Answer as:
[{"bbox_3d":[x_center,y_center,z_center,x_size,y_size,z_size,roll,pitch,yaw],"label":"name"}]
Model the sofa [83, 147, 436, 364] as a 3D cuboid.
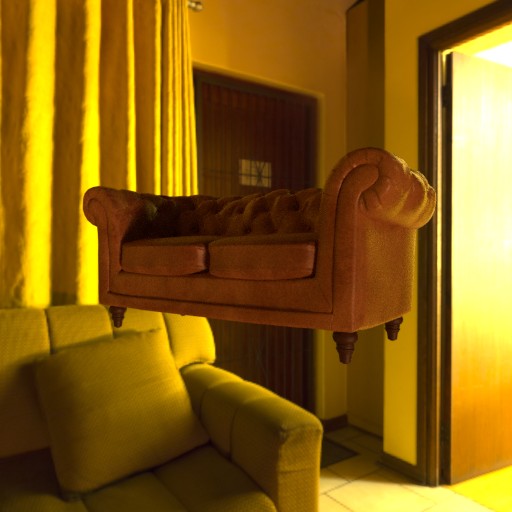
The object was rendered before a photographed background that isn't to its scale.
[{"bbox_3d":[0.000,0.000,2.602,1.979,0.877,1.042,0,1,35],"label":"sofa"}]
